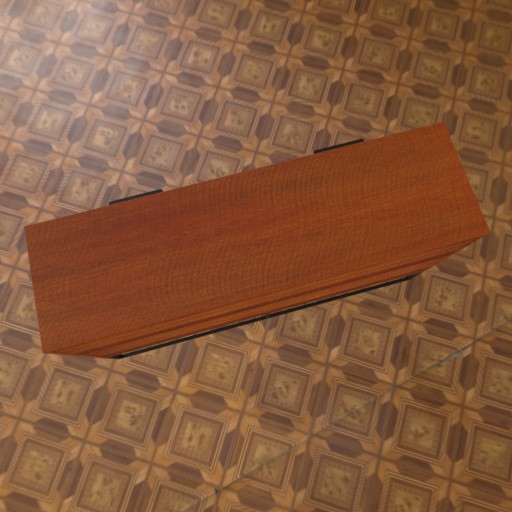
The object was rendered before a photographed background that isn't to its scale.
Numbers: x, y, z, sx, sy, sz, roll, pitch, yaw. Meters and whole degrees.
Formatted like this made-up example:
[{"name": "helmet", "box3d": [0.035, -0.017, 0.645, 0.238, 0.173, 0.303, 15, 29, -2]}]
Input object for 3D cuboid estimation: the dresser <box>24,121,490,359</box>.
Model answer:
[{"name": "dresser", "box3d": [0.000, 0.000, 1.910, 1.536, 0.810, 0.464, -15, 76, -4]}]
